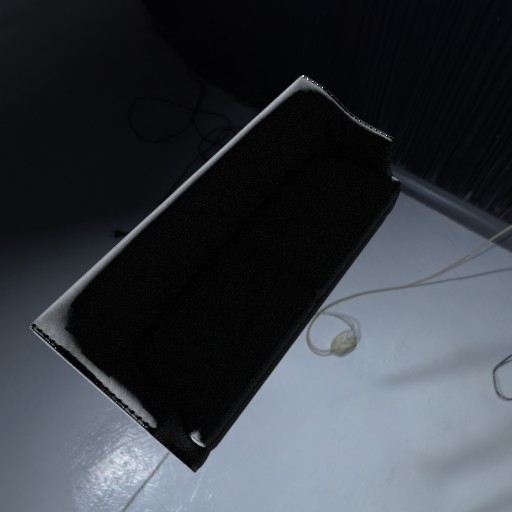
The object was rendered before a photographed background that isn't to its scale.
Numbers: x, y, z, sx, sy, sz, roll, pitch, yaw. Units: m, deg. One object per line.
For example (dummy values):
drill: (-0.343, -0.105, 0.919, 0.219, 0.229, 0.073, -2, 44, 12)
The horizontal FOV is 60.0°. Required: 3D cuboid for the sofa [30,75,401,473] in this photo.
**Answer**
sofa: (0.000, 0.000, 2.669, 0.914, 0.901, 2.235, 33, 64, 18)
